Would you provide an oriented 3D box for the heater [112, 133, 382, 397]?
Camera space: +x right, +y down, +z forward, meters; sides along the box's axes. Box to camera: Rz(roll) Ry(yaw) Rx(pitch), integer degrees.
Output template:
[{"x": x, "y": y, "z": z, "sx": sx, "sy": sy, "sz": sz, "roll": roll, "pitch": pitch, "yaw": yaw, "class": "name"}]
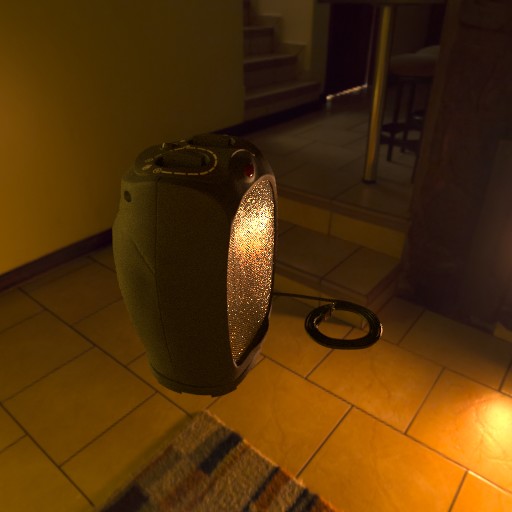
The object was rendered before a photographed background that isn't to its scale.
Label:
[{"x": 0.000, "y": 0.000, "z": 0.487, "sx": 0.291, "sy": 0.255, "sz": 0.239, "roll": 10, "pitch": 32, "yaw": 16, "class": "heater"}]
